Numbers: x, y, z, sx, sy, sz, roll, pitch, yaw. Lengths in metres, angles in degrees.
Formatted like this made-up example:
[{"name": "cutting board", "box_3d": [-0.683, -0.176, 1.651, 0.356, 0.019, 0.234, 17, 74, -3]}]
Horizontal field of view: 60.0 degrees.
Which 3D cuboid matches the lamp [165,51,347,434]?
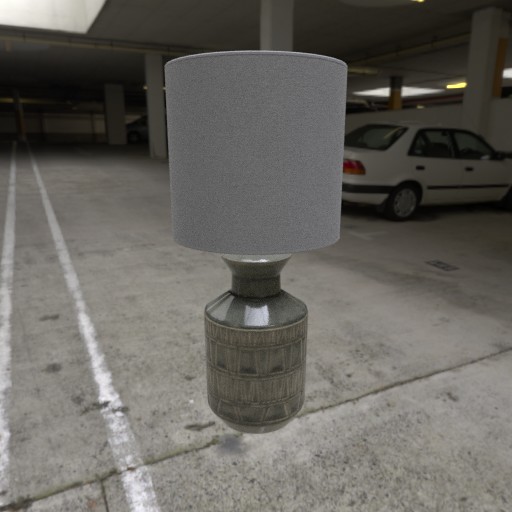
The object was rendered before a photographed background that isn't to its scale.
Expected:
[{"name": "lamp", "box_3d": [0.000, 0.000, 0.578, 0.211, 0.455, 0.211, -7, 16, -27]}]
